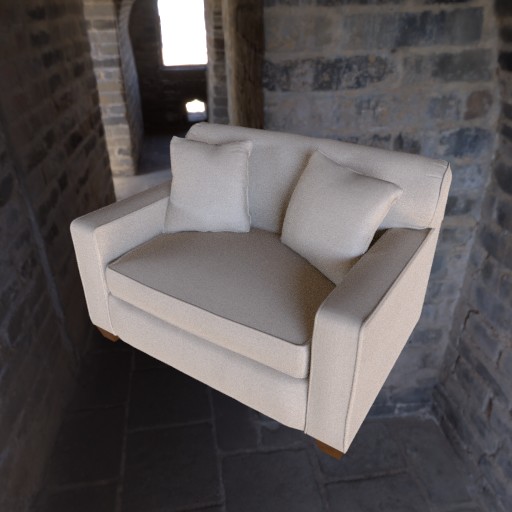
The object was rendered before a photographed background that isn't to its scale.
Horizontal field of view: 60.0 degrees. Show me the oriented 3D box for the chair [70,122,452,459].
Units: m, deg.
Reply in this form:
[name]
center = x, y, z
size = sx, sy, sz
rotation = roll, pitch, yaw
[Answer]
[chair]
center = 0.000, 0.000, 2.041
size = 1.383, 0.948, 1.000
rotation = 18, 34, 29
